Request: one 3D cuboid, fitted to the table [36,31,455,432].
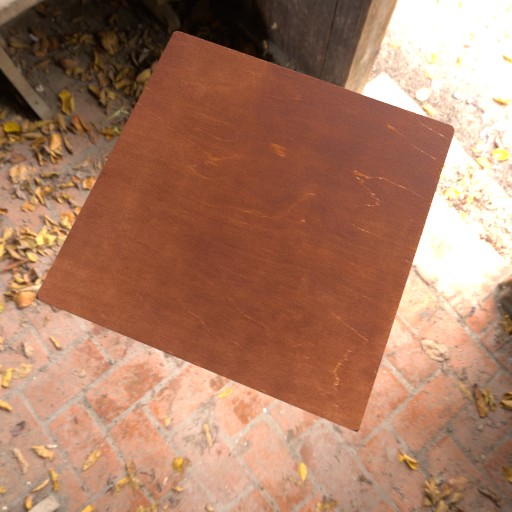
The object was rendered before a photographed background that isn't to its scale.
[{"bbox_3d":[0.000,0.000,0.836,0.427,0.520,0.427,21,77,5],"label":"table"}]
